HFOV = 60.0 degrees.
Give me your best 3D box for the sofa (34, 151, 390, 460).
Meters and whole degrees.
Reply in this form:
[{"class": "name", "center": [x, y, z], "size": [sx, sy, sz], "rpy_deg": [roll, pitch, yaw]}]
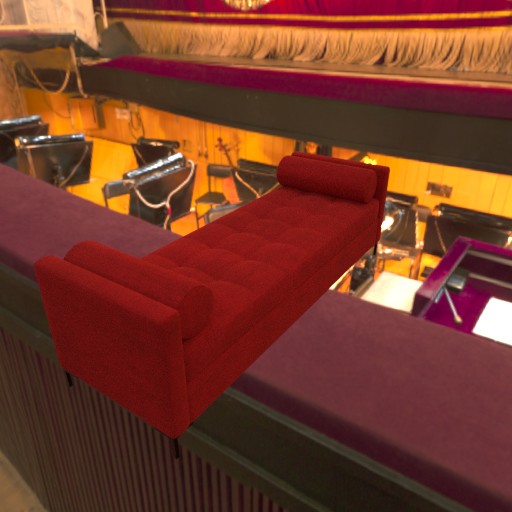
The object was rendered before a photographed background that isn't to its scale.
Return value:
[{"class": "sofa", "center": [0.000, 0.000, 2.347], "size": [0.686, 0.635, 1.981], "rpy_deg": [18, 33, 30]}]
